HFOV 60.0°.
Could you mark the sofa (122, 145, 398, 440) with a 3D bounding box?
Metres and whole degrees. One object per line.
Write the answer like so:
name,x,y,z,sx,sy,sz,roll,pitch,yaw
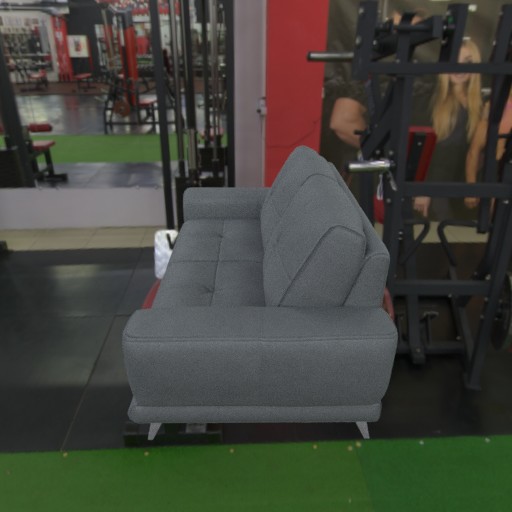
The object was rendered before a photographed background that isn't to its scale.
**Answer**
sofa,0.000,0.000,2.389,1.018,0.907,1.806,0,26,0
